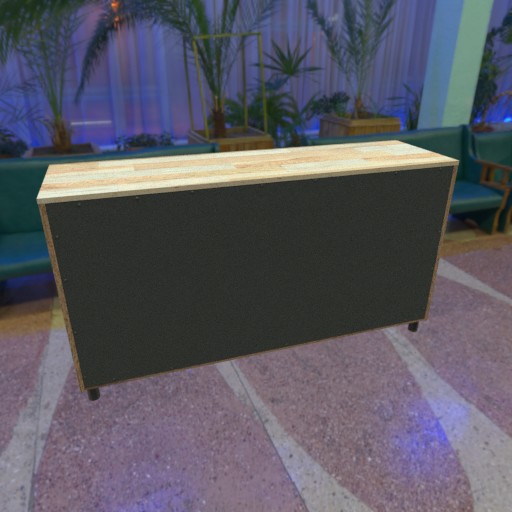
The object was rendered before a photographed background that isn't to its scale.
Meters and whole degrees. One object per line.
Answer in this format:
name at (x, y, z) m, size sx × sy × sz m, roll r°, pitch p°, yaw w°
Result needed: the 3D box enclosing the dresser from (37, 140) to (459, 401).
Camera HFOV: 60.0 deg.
dresser at (0.000, 0.000, 1.938) m, size 1.547 × 0.834 × 0.487 m, roll -8°, pitch 27°, yaw -16°
